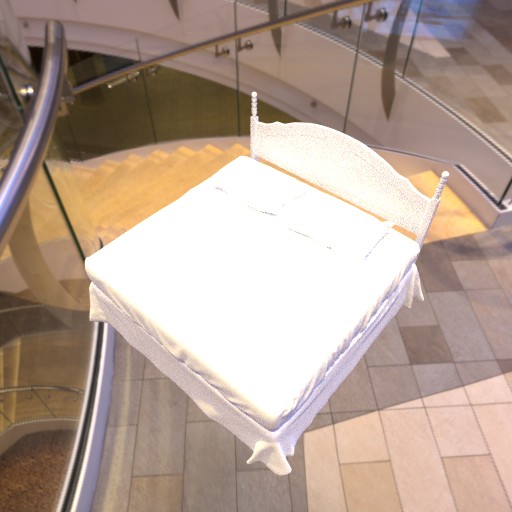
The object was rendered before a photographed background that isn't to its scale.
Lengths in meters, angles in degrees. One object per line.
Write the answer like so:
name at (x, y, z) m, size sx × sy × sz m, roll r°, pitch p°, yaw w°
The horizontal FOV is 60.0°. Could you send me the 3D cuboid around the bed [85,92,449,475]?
bed at (0.000, 0.000, 3.608) m, size 2.322 × 1.355 × 2.219 m, roll 32°, pitch 55°, yaw 26°
